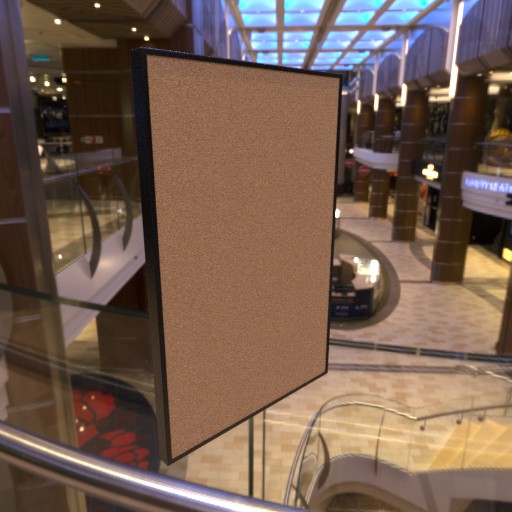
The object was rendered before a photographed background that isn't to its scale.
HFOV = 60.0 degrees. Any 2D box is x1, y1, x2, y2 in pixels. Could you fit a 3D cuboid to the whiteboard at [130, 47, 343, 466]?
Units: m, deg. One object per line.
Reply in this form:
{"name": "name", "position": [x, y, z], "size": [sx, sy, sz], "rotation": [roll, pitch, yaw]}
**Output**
{"name": "whiteboard", "position": [0.000, 0.000, 0.761], "size": [0.406, 0.611, 0.026], "rotation": [-15, 22, -41]}
